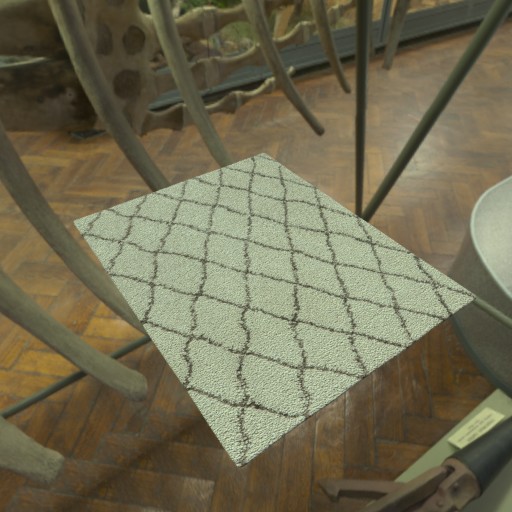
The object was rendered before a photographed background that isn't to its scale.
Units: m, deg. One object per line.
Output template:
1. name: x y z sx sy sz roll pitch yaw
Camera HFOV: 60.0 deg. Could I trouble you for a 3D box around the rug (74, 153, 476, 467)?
1. rug: 0.000 0.000 4.147 2.438 0.029 3.047 -26 48 -26
